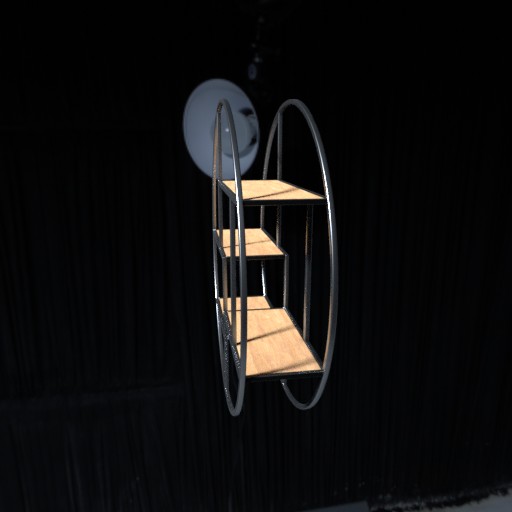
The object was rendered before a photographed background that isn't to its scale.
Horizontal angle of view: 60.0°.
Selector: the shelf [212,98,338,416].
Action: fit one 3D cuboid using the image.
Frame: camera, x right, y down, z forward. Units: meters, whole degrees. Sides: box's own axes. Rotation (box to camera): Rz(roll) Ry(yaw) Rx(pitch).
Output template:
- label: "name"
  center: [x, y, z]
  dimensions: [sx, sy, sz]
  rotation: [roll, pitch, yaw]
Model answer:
- label: "shelf"
  center: [0.000, 0.000, 1.328]
  dimensions: [0.202, 0.888, 0.888]
  rotation: [-2, 14, -9]
